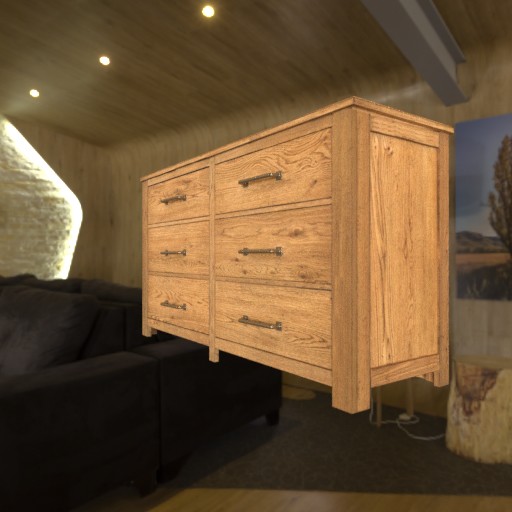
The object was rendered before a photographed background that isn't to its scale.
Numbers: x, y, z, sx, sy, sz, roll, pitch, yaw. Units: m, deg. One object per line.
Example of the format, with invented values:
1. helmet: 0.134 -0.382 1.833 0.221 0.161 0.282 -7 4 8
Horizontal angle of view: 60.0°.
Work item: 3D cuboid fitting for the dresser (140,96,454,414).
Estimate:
1. dresser: 0.000 0.000 2.103 0.563 0.932 1.657 0 0 -36
